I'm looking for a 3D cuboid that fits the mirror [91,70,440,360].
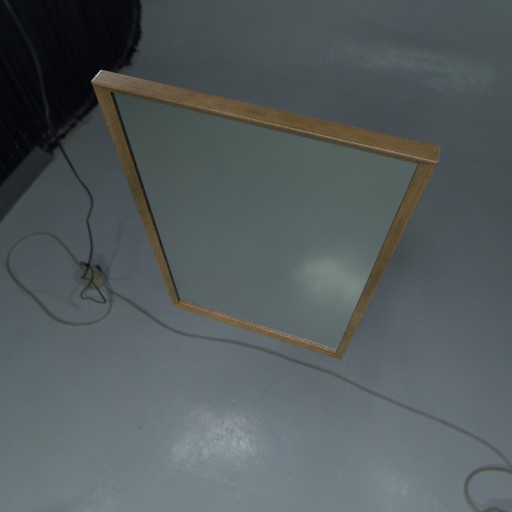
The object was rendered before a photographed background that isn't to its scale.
[{"bbox_3d":[0.000,0.000,1.136,0.609,0.915,0.041,16,59,10],"label":"mirror"}]
